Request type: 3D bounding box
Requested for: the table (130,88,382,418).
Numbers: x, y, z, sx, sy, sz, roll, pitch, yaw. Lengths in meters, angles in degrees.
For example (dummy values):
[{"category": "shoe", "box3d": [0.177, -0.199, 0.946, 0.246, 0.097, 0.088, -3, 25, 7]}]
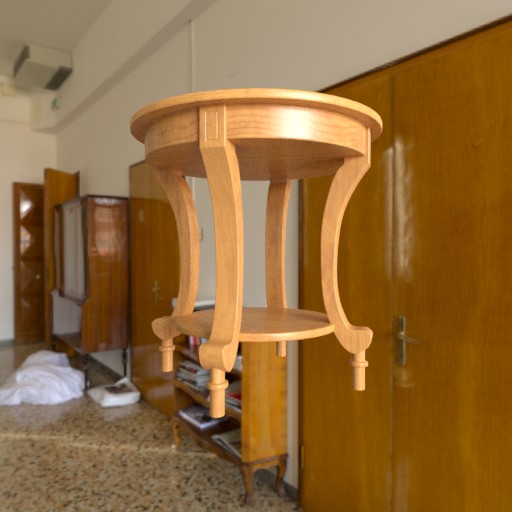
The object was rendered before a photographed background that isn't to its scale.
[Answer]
[{"category": "table", "box3d": [0.000, 0.000, 1.095, 0.597, 0.612, 0.597, 0, 1, 0]}]
